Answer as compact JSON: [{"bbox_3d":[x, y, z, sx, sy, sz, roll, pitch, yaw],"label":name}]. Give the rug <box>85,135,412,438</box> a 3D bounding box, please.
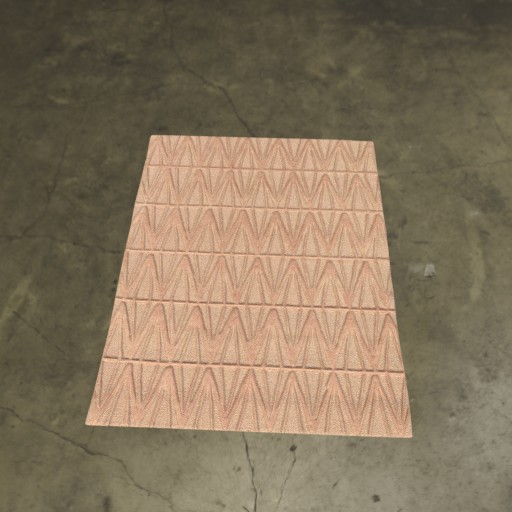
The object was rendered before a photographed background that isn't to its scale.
[{"bbox_3d":[0.000,0.000,4.078,2.453,0.043,3.052,2,59,1],"label":"rug"}]
